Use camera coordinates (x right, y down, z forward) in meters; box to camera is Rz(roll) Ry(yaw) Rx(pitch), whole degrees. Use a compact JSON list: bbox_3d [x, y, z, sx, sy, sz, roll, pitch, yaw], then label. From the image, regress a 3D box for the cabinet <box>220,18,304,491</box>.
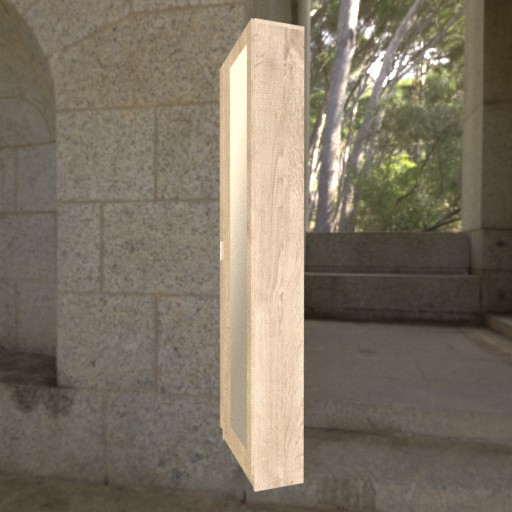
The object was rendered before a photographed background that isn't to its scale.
[{"bbox_3d":[0.000,0.000,1.941,0.230,1.790,0.500,0,1,-18],"label":"cabinet"}]
